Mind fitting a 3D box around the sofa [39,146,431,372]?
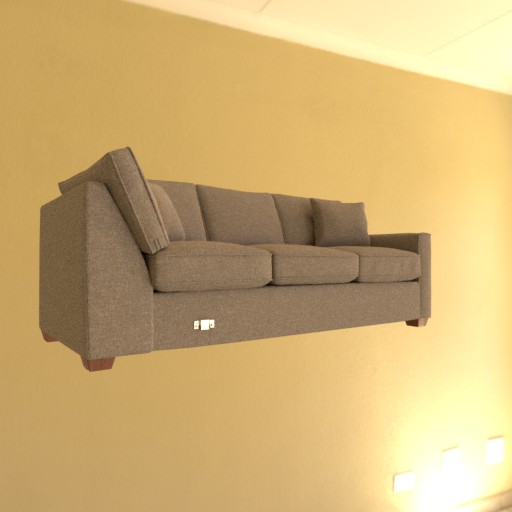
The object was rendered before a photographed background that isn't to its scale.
[{"bbox_3d":[0.000,0.000,2.783,2.317,0.962,1.061,0,-1,-35],"label":"sofa"}]
